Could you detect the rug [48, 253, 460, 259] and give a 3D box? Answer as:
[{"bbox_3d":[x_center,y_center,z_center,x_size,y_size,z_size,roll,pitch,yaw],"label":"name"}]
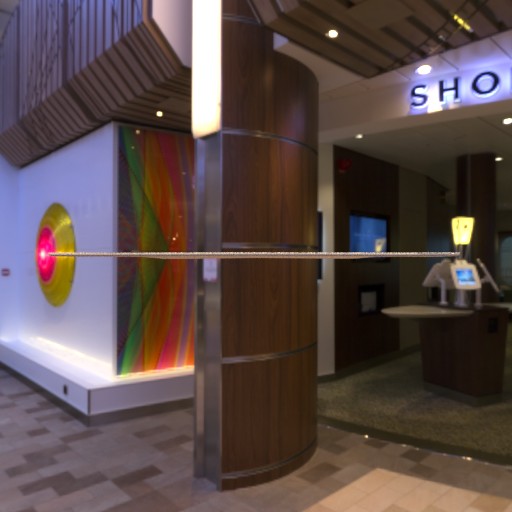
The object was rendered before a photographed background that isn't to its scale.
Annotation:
[{"bbox_3d":[0.000,0.000,4.254,2.467,0.046,3.245,0,-1,1],"label":"rug"}]
